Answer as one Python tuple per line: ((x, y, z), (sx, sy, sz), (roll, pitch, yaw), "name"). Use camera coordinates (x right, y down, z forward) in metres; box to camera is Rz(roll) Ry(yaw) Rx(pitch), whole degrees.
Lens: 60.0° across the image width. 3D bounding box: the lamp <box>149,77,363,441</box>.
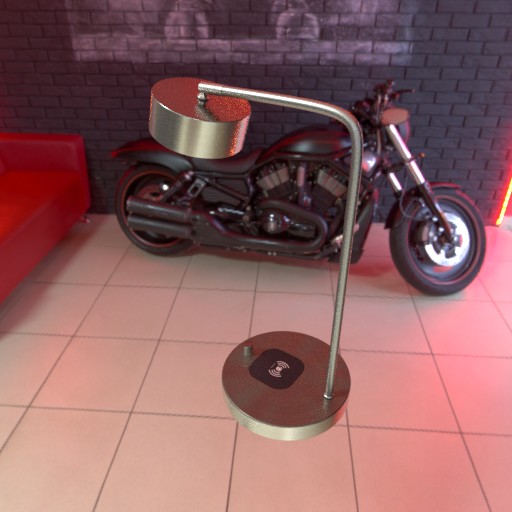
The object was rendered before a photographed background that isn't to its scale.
((0.000, 0.000, 0.656), (0.334, 0.469, 0.211), (21, 37, 31), "lamp")
